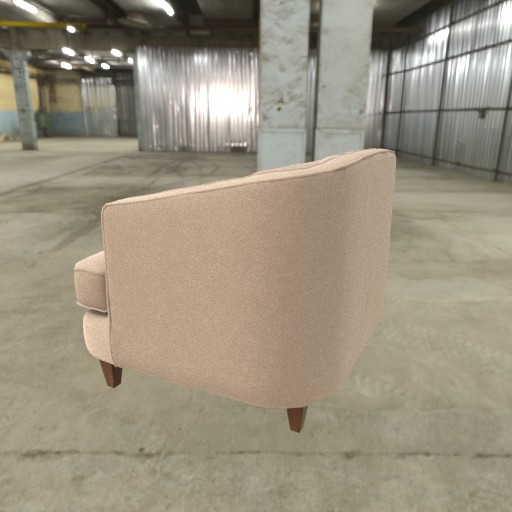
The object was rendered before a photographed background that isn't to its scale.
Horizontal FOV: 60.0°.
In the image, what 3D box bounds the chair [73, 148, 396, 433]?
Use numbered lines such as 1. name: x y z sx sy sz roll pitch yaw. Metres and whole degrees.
1. chair: 0.000 0.000 1.792 0.941 0.852 1.104 8 18 26
